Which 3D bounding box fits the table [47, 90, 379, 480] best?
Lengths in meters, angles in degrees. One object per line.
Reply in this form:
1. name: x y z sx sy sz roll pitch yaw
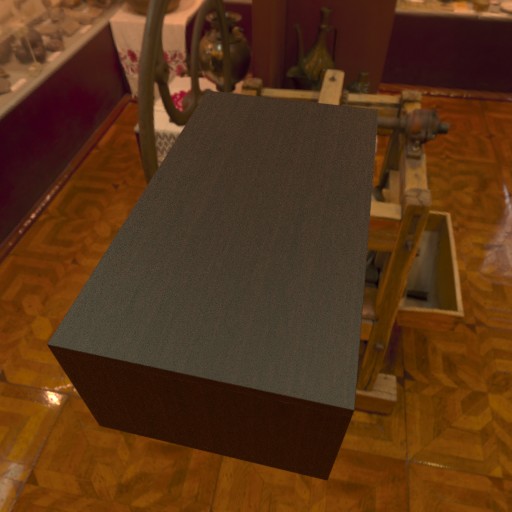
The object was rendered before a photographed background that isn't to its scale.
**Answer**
1. table: 0.000 0.000 1.327 0.590 0.460 1.050 10 48 9
